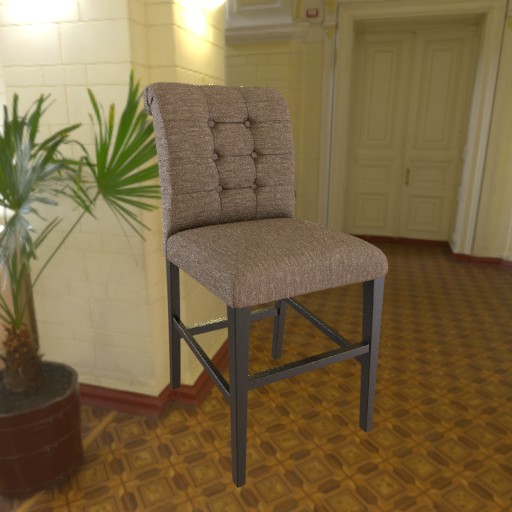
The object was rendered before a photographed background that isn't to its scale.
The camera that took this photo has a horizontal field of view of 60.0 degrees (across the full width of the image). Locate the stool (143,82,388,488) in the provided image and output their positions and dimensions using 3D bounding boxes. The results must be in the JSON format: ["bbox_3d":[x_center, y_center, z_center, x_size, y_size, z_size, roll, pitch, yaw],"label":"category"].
[{"bbox_3d":[0.000,0.000,1.293,0.457,0.970,0.611,-9,19,-28],"label":"stool"}]
